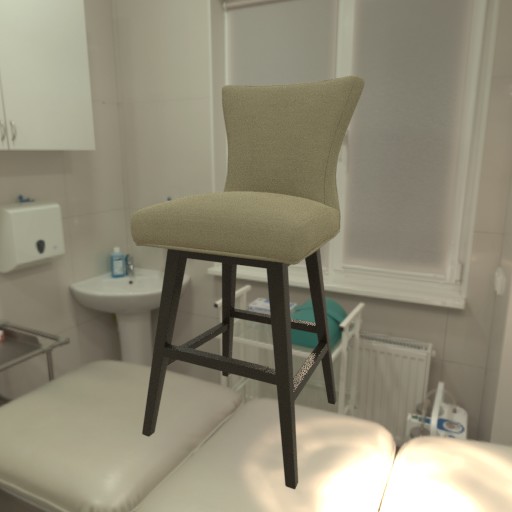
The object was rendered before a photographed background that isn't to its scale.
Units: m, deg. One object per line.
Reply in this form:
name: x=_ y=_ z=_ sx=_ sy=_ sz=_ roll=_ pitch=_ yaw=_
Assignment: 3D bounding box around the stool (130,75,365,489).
stool: x=0.000 y=0.000 z=1.386 sx=0.514 sy=1.086 sz=0.574 roll=7 pitch=15 yaw=26
